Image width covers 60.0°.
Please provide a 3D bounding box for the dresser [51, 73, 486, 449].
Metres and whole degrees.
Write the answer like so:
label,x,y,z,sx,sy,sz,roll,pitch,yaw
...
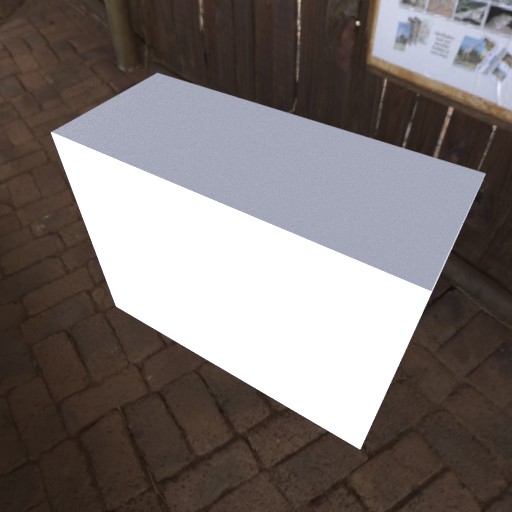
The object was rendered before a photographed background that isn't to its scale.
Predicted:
label,x,y,z,sx,sy,sz,roll,pitch,yaw
dresser,0.000,0.000,1.499,1.100,0.820,0.460,25,51,22
